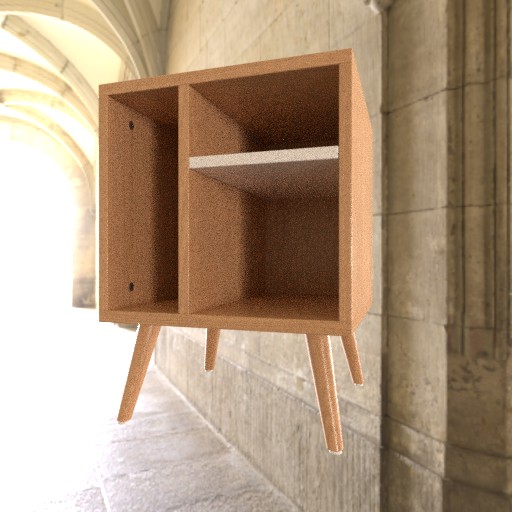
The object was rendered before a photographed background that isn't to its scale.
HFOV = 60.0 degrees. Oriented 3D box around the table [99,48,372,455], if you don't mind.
[{"bbox_3d":[0.000,0.000,0.837,0.400,0.550,0.400,0,0,18],"label":"table"}]
